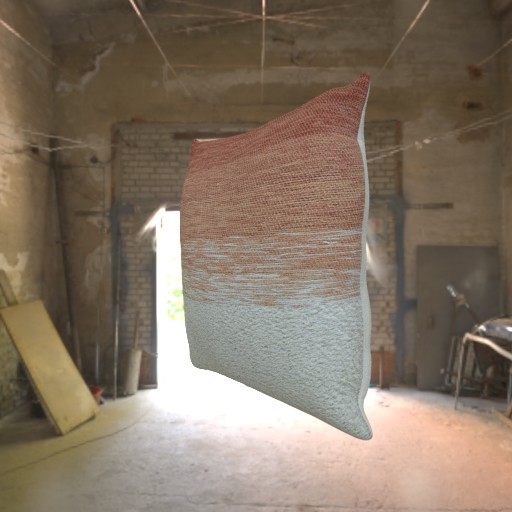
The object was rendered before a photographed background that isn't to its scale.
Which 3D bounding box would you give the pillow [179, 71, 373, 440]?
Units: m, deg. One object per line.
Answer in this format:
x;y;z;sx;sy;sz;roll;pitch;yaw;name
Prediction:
0.000;0.000;0.683;0.182;0.441;0.440;-1;1;-35;pillow
